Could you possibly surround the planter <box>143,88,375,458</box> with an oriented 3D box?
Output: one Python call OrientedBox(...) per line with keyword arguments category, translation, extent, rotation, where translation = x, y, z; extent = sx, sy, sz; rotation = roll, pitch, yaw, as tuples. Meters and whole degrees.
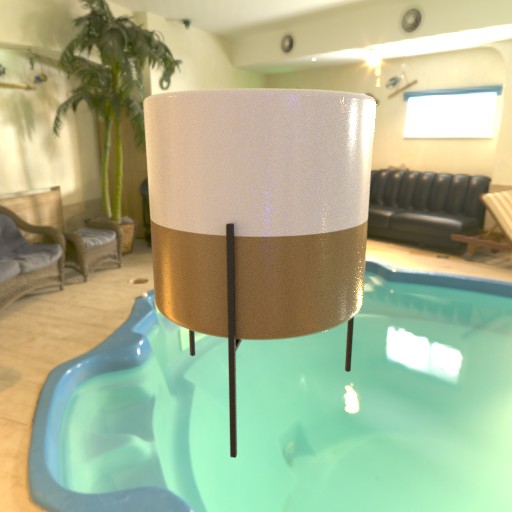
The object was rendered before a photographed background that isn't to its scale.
OrientedBox(category="planter", translation=(0.000, 0.000, 0.645), extent=(0.310, 0.432, 0.310), rotation=(8, 17, 26))
